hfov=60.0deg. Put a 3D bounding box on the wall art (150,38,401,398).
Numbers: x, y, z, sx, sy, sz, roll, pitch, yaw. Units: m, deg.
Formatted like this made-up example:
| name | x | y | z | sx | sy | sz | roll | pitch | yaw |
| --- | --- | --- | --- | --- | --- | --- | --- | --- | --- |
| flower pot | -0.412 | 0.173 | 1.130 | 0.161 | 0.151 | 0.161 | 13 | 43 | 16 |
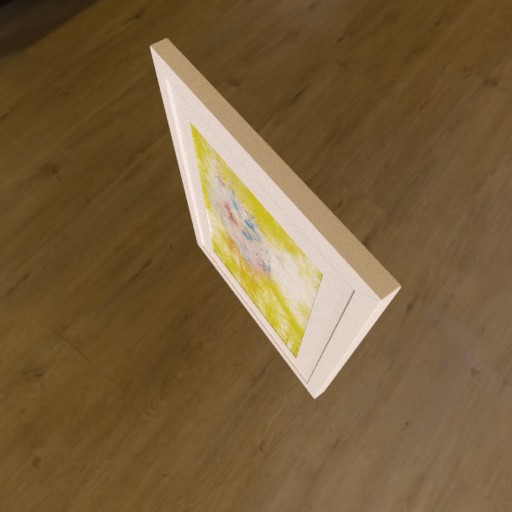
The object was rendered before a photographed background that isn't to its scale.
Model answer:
| name | x | y | z | sx | sy | sz | roll | pitch | yaw |
| --- | --- | --- | --- | --- | --- | --- | --- | --- | --- |
| wall art | 0.000 | 0.000 | 0.763 | 0.028 | 0.556 | 0.454 | -33 | 67 | -15 |
